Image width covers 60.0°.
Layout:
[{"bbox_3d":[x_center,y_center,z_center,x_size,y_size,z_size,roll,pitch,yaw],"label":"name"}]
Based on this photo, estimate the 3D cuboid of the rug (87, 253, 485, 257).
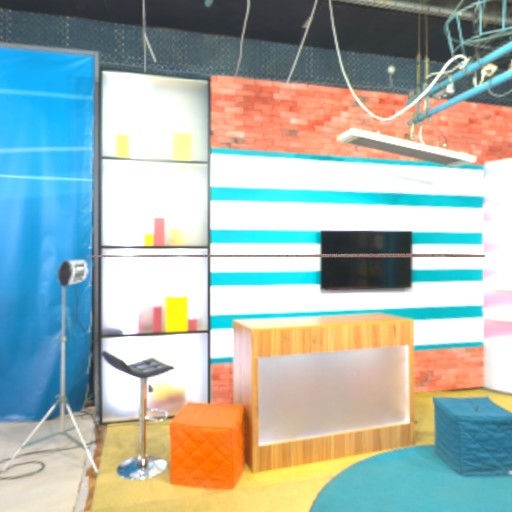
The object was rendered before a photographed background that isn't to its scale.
[{"bbox_3d":[0.000,0.000,2.732,2.435,0.015,0.760,0,0,36],"label":"rug"}]
